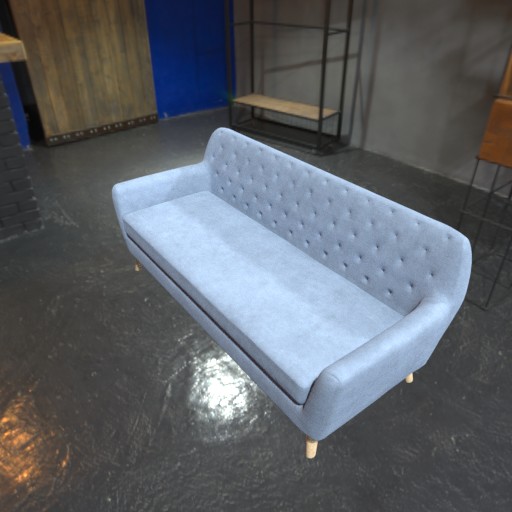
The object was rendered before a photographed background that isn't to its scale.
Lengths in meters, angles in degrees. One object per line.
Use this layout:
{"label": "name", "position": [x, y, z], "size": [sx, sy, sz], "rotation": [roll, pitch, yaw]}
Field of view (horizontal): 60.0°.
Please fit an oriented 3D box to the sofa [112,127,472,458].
{"label": "sofa", "position": [0.000, 0.000, 2.396], "size": [0.830, 0.830, 1.970], "rotation": [-23, 40, -30]}
